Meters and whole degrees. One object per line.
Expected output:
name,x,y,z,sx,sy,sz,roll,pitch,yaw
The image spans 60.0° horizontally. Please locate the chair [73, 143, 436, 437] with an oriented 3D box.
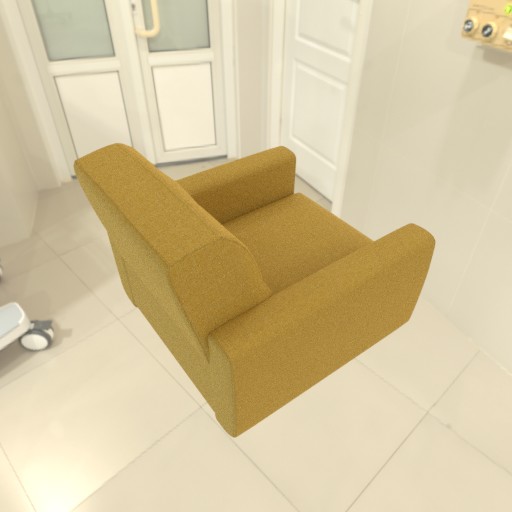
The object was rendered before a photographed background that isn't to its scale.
chair,0.000,0.000,1.567,0.909,0.841,0.831,-26,47,-27
